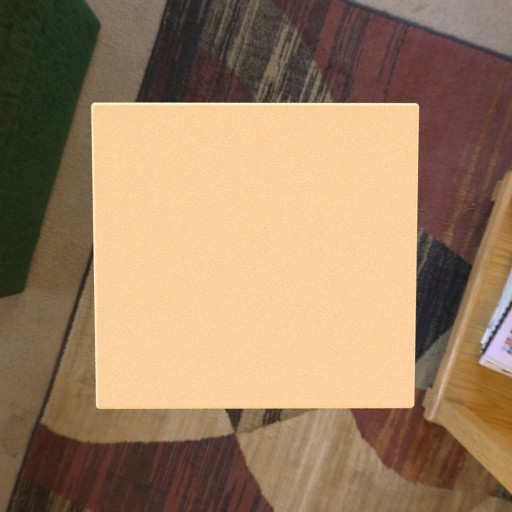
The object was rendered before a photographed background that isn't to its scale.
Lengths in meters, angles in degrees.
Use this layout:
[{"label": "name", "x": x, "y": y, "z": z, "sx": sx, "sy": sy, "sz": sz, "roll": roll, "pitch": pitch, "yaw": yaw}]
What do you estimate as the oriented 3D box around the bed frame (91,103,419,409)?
[{"label": "bed frame", "x": 0.000, "y": 0.000, "z": 3.143, "sx": 2.079, "sy": 0.659, "sz": 1.963, "roll": 0, "pitch": 93, "yaw": 0}]
